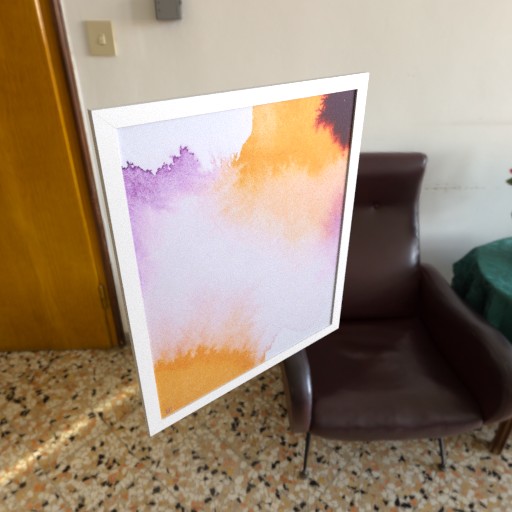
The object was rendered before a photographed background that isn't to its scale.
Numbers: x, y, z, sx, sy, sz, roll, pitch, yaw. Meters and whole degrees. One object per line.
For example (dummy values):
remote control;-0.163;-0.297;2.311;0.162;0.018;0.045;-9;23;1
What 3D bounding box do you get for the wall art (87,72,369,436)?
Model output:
wall art;0.000;0.000;0.772;0.482;0.557;0.012;-22;36;-32
